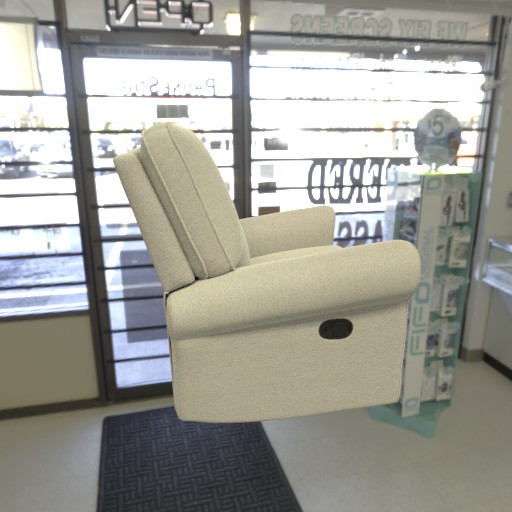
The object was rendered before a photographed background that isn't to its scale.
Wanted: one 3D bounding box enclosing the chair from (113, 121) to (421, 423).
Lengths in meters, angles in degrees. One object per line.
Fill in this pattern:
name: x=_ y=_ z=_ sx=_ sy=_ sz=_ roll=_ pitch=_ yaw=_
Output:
chair: x=0.000 y=0.000 z=1.650 sx=0.878 sy=0.960 sz=0.890 roll=-3 pitch=16 yaw=-10
